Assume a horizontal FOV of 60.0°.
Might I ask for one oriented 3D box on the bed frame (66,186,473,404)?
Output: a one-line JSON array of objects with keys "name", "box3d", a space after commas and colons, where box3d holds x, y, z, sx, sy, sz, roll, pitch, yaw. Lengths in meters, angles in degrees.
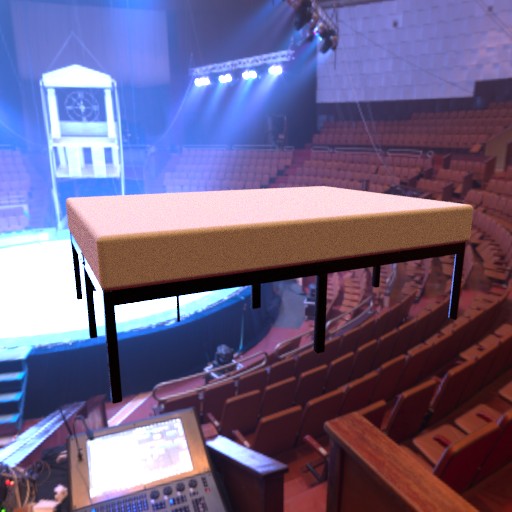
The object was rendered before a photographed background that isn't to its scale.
[{"name": "bed frame", "box3d": [0.000, 0.000, 2.658, 1.956, 0.659, 1.408, -7, 15, -26]}]
